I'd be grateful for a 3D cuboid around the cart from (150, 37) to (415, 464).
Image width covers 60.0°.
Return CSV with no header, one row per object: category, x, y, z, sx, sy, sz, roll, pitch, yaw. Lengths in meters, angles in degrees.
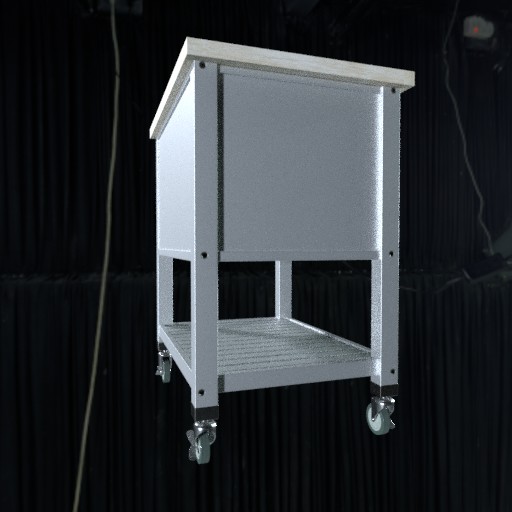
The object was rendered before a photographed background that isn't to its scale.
cart,0.000,0.000,1.363,0.559,0.914,0.762,0,2,-19
